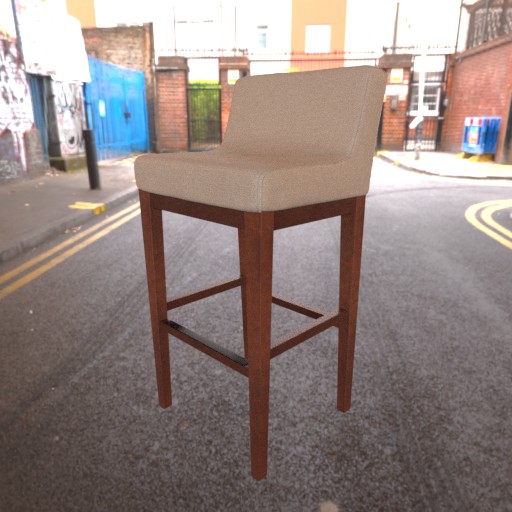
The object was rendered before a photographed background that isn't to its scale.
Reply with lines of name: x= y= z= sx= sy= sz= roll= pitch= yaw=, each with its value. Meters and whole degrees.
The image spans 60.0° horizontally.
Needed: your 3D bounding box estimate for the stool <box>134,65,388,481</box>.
stool: x=0.000 y=0.000 z=1.307 sx=0.511 sy=1.037 sz=0.500 roll=16 pitch=23 yaw=42
